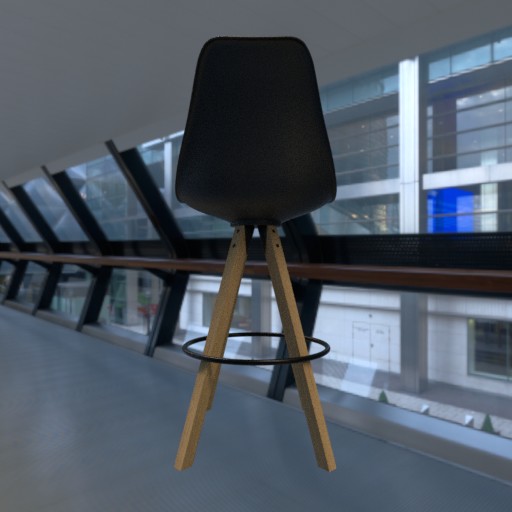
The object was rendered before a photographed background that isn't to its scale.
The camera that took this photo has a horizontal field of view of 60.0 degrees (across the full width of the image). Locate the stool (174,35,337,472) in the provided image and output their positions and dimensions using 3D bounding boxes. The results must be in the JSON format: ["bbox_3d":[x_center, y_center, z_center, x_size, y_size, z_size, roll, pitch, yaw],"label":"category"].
[{"bbox_3d":[0.000,0.000,1.376,0.485,1.115,0.550,0,0,1],"label":"stool"}]
